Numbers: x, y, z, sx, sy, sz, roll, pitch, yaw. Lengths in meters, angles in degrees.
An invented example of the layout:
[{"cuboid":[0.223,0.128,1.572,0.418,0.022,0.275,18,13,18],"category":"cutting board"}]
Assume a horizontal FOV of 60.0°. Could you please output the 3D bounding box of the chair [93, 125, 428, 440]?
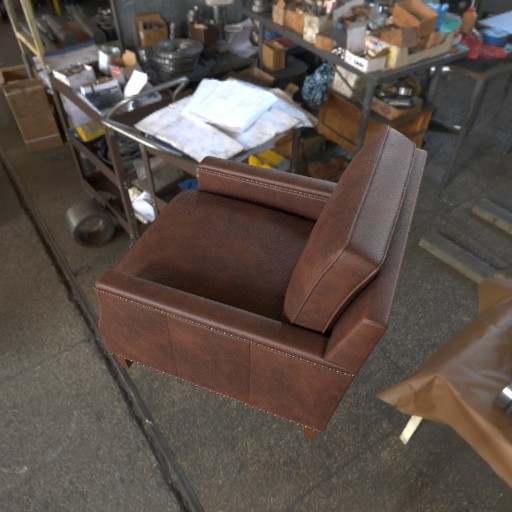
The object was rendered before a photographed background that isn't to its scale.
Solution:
[{"cuboid":[0.000,0.000,1.704,1.014,0.929,0.853,16,47,15],"category":"chair"}]
